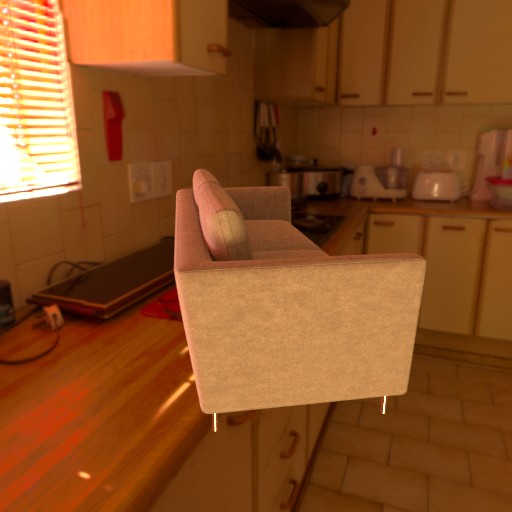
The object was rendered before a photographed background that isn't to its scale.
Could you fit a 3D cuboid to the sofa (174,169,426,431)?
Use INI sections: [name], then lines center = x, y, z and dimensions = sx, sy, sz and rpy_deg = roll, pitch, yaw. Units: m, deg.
[sofa]
center = 0.000, 0.000, 2.553
dimensions = 0.889, 0.864, 2.121
rpy_deg = -3, 16, -9
